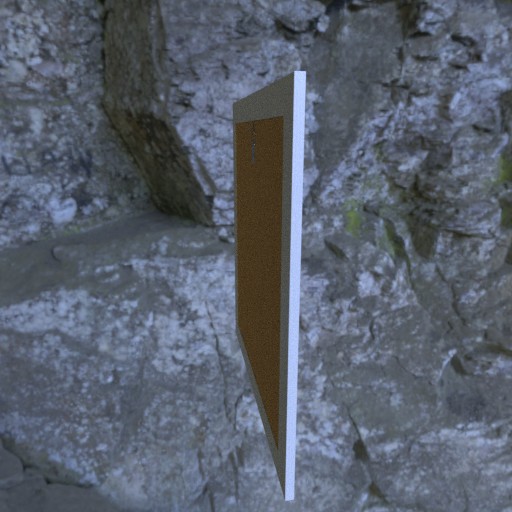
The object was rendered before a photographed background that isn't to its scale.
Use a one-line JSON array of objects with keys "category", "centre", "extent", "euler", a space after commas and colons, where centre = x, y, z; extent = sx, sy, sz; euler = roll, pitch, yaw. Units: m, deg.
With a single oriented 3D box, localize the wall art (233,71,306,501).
[{"category": "wall art", "centre": [0.000, 0.000, 0.835], "extent": [0.015, 0.577, 0.572], "euler": [-3, 16, -9]}]
